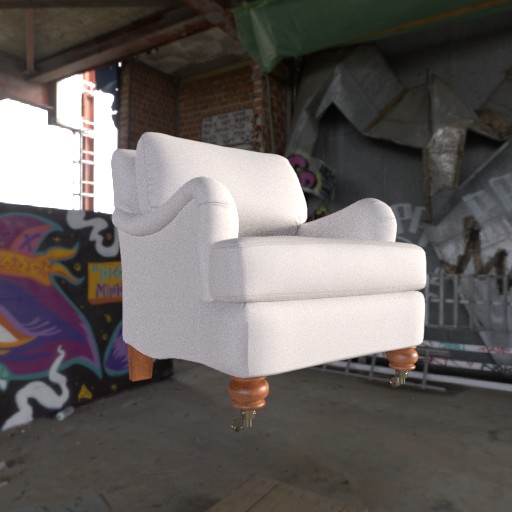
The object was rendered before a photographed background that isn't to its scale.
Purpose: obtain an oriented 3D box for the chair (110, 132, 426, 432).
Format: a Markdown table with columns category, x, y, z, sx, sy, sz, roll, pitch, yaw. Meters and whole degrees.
| category | x | y | z | sx | sy | sz | roll | pitch | yaw |
| --- | --- | --- | --- | --- | --- | --- | --- | --- | --- |
| chair | 0.000 | 0.000 | 1.851 | 0.955 | 1.038 | 1.070 | 0 | -1 | -37 |
